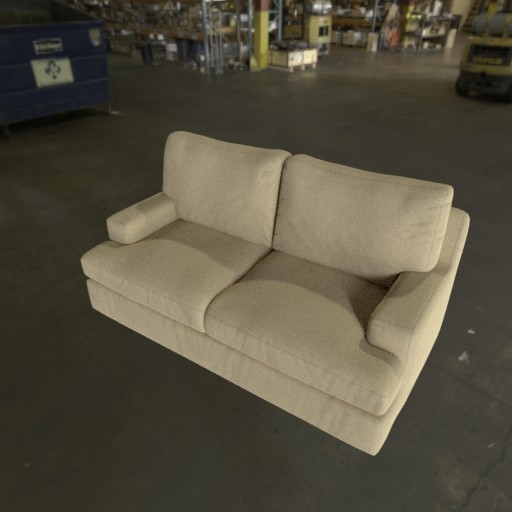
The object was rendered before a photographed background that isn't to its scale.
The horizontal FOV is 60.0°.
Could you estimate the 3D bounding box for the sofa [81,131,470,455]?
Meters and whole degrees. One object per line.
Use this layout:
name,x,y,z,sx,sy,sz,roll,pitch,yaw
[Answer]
sofa,0.000,0.000,2.393,1.885,0.967,0.962,19,36,29
